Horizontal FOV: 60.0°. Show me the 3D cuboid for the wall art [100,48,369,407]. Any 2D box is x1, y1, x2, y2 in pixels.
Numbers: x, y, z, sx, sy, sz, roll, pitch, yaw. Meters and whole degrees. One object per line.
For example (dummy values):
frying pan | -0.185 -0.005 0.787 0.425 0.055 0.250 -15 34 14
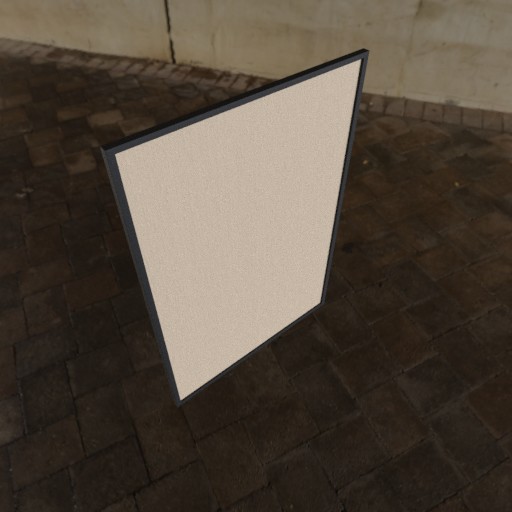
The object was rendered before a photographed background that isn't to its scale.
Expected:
wall art | 0.000 0.000 0.848 0.457 0.657 0.013 -30 53 -26
